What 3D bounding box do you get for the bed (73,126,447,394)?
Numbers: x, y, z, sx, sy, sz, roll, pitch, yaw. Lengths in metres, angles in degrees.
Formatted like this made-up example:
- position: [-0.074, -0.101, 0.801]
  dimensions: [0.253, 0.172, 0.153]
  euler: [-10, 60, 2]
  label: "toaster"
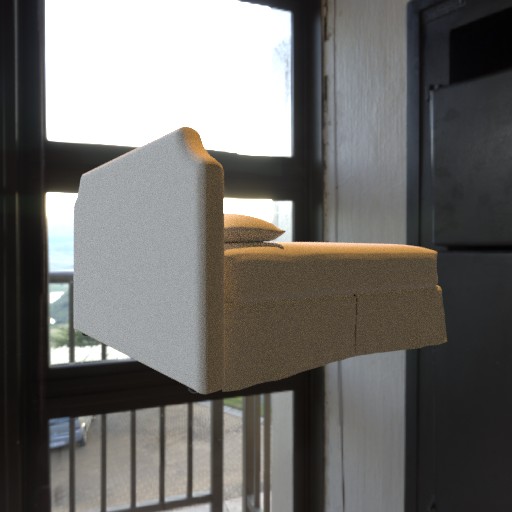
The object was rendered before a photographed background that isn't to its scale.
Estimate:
- position: [0.000, 0.000, 3.481]
  dimensions: [2.204, 1.301, 2.160]
  euler: [0, 1, -37]
  label: "bed"
